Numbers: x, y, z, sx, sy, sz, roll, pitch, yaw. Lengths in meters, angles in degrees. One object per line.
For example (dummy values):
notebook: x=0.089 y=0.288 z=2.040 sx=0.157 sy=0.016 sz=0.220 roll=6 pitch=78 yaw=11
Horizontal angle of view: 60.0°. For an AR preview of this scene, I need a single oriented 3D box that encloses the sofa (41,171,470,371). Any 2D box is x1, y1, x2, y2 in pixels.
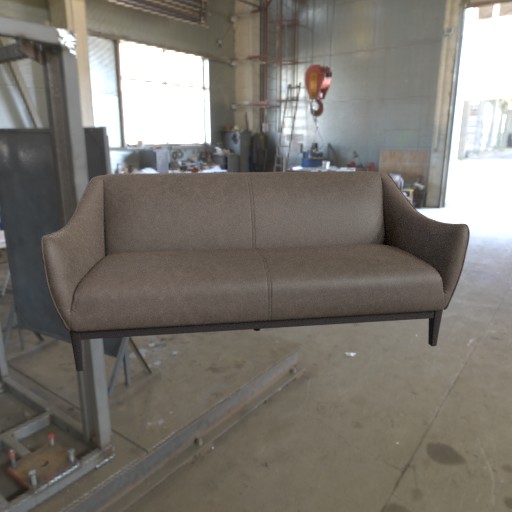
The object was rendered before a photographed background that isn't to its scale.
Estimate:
sofa: x=0.000 y=0.000 z=2.377 sx=1.928 sy=0.831 sz=0.869 roll=-2 pitch=15 yaw=-8
